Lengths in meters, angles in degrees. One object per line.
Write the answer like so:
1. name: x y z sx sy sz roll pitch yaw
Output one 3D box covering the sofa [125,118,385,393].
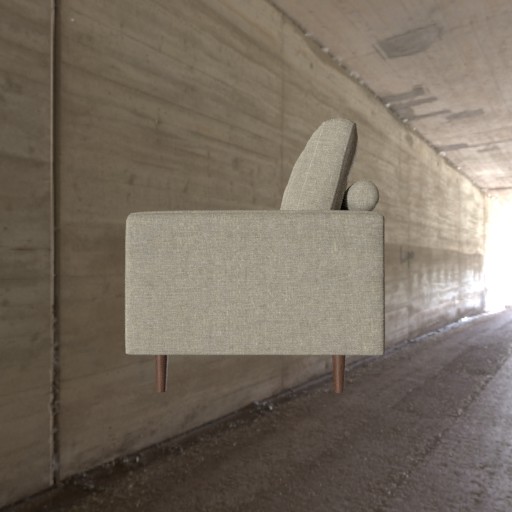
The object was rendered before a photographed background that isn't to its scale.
1. sofa: 0.000 0.000 2.018 0.842 0.907 1.407 0 0 0
